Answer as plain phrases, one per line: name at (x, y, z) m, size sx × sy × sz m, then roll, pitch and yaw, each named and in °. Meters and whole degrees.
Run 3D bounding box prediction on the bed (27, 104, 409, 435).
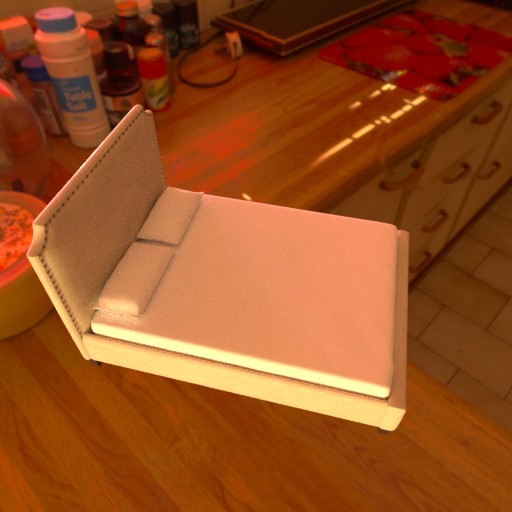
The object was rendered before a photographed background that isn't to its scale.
bed at (0.000, 0.000, 3.347) m, size 2.372 × 1.443 × 1.712 m, roll 10°, pitch 48°, yaw 9°
